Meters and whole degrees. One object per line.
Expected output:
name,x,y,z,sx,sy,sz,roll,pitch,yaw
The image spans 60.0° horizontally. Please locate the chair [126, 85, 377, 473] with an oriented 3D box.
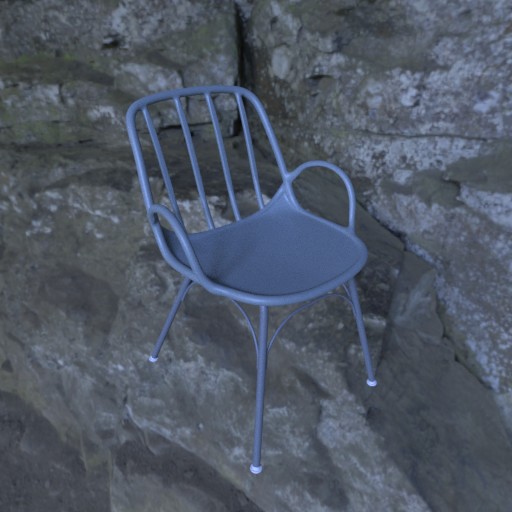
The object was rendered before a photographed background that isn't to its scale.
chair,0.000,0.000,1.231,0.549,0.816,0.597,-22,37,-33
